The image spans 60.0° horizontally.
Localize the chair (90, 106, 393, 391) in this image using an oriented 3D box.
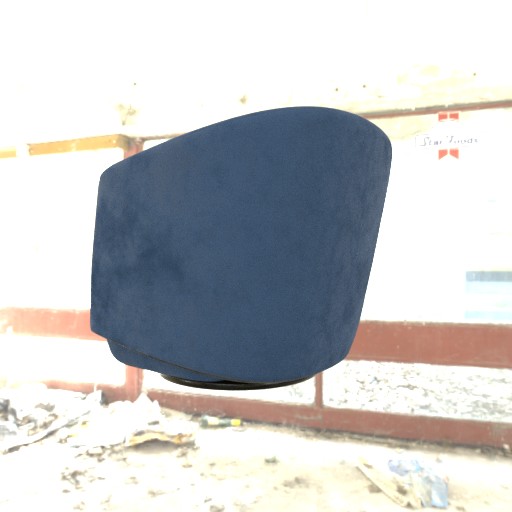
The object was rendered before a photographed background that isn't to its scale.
[{"bbox_3d":[0.000,0.000,1.346,0.767,0.698,0.773,0,-1,38],"label":"chair"}]
